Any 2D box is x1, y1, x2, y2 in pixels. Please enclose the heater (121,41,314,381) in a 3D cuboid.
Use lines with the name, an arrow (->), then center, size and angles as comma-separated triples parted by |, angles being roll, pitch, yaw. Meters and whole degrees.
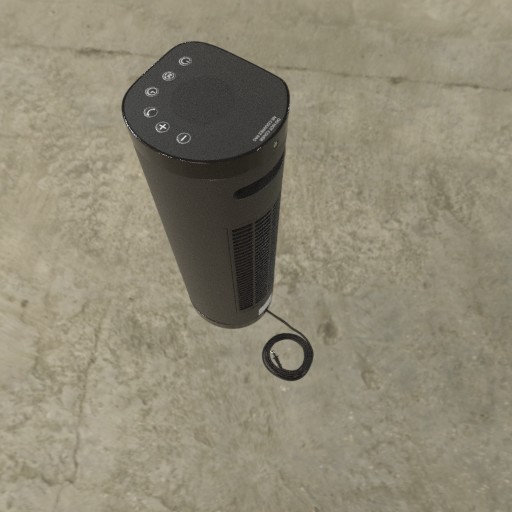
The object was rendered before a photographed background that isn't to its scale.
heater -> 0.000, 0.000, 0.700 | 0.312, 0.552, 0.174 | 32, 68, 15
